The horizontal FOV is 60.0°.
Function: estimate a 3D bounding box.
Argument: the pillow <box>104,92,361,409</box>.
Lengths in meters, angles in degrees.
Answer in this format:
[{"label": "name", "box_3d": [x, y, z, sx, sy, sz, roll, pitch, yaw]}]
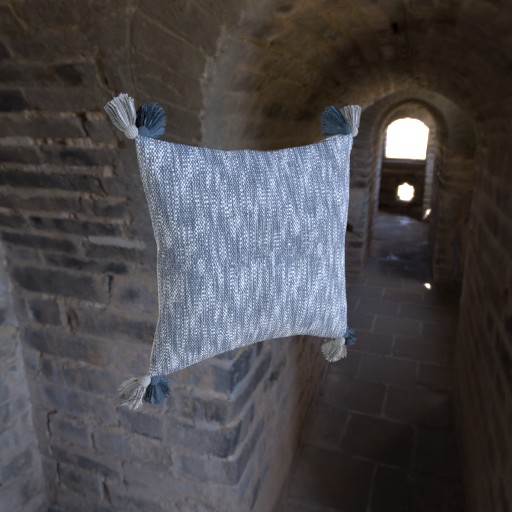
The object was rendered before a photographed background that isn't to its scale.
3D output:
[{"label": "pillow", "box_3d": [0.000, 0.000, 0.934, 0.614, 0.634, 0.138, -8, 18, -25]}]
